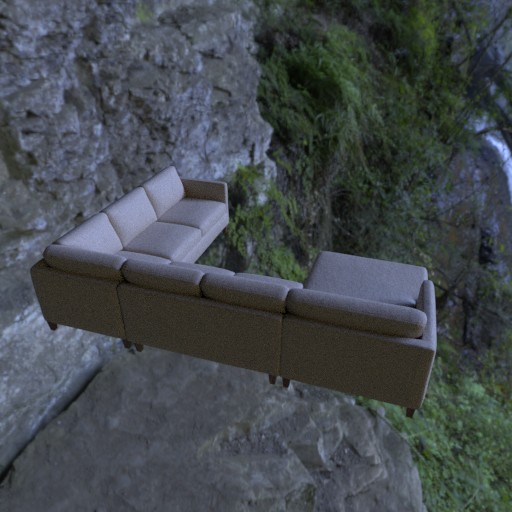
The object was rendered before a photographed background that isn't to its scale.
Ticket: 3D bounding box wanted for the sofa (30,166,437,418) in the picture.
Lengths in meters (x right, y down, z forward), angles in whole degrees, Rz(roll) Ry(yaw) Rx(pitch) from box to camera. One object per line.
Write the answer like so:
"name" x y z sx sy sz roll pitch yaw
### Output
"sofa" 0.000 0.000 4.569 3.403 0.889 2.551 9 32 16
